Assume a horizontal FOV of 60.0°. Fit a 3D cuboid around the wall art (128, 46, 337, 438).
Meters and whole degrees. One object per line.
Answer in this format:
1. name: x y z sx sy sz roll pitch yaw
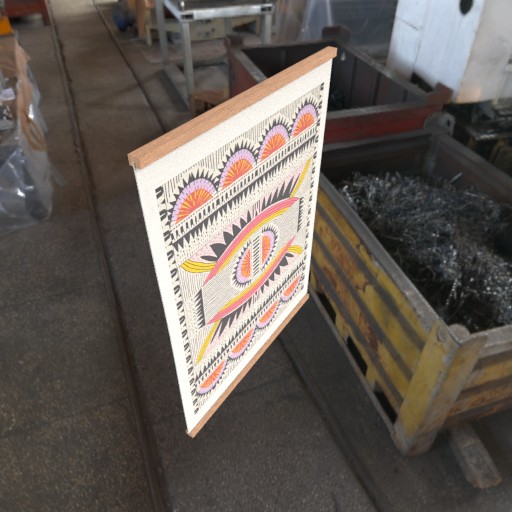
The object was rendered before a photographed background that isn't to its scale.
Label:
1. wall art: 0.000 0.000 1.348 0.028 1.016 0.765 25 47 25
